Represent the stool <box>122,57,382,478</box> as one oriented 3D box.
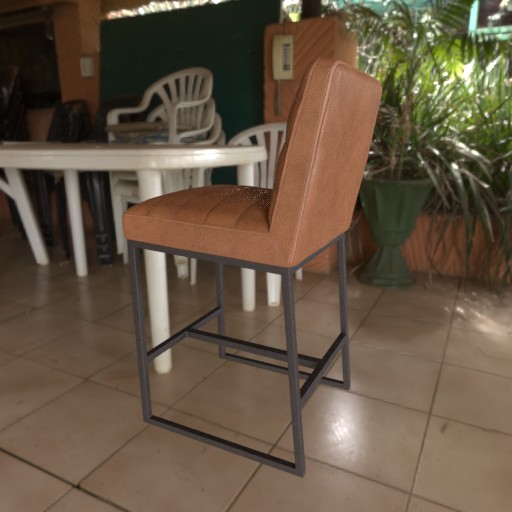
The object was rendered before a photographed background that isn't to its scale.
[{"bbox_3d":[0.000,0.000,1.227,0.556,0.940,0.458,8,17,25],"label":"stool"}]
